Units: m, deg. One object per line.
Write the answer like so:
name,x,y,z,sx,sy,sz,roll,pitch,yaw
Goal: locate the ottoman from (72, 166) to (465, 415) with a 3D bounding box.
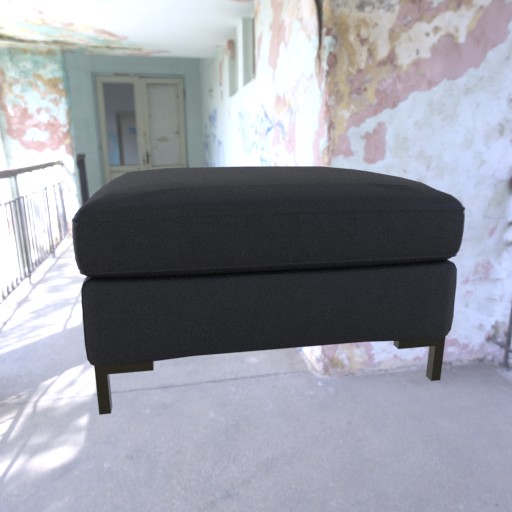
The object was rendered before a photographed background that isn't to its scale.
ottoman,0.000,0.000,1.795,1.187,0.696,0.967,-3,15,-10
